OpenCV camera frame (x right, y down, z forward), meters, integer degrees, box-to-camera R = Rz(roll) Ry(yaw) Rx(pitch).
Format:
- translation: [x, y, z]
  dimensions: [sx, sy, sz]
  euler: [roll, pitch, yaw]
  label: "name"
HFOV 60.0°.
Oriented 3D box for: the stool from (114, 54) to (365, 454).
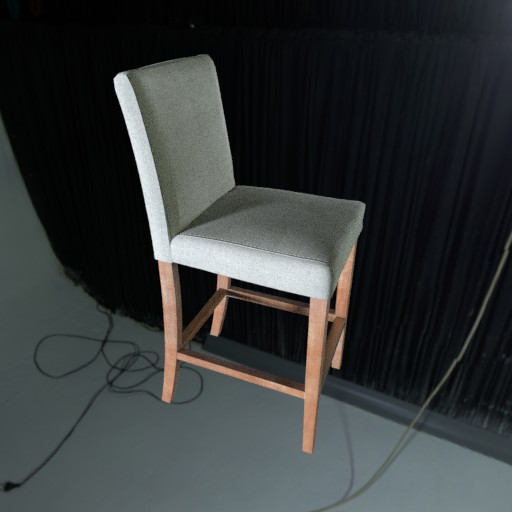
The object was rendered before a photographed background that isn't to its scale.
- translation: [0.000, 0.000, 1.368]
  dimensions: [0.570, 1.088, 0.439]
  euler: [11, 32, 19]
  label: "stool"
